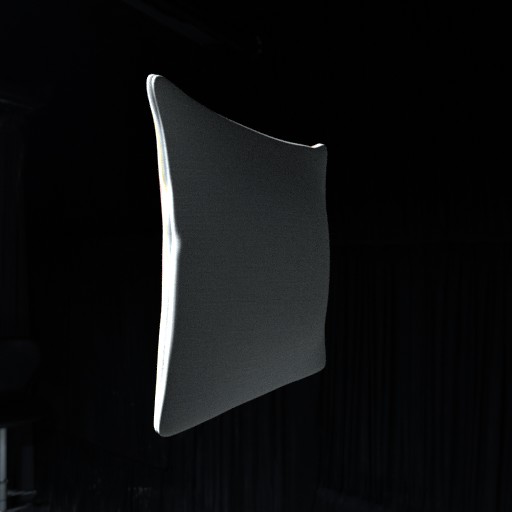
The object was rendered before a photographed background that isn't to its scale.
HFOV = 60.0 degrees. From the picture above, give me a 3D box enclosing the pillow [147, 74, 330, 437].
[{"bbox_3d":[0.000,0.000,0.717,0.191,0.449,0.451,0,0,36],"label":"pillow"}]
